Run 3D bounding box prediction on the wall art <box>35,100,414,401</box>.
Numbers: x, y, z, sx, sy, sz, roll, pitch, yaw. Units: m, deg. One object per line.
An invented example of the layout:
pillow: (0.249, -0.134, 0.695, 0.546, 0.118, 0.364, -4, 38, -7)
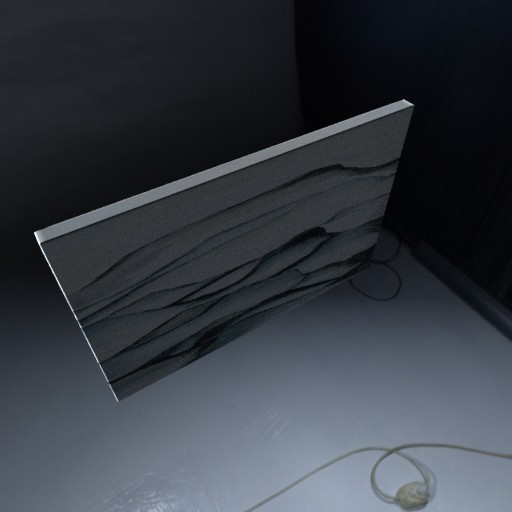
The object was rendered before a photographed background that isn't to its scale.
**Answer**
wall art: (0.000, 0.000, 1.168, 0.914, 0.609, 0.039, -25, 51, -22)
